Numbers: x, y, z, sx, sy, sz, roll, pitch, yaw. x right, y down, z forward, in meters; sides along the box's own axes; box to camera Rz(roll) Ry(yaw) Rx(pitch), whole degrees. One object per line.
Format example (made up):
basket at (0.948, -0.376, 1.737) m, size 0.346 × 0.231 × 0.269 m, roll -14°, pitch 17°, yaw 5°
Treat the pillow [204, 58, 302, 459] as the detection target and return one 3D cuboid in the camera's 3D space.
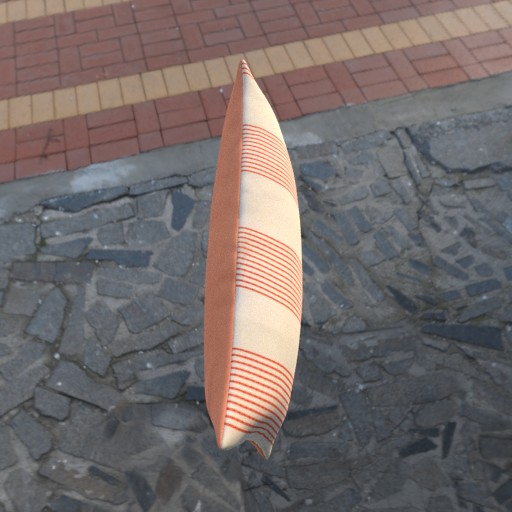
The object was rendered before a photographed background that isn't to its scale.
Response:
pillow at (0.000, 0.000, 0.736) m, size 0.156 × 0.292 × 0.608 m, roll 1°, pitch 63°, yaw 1°
